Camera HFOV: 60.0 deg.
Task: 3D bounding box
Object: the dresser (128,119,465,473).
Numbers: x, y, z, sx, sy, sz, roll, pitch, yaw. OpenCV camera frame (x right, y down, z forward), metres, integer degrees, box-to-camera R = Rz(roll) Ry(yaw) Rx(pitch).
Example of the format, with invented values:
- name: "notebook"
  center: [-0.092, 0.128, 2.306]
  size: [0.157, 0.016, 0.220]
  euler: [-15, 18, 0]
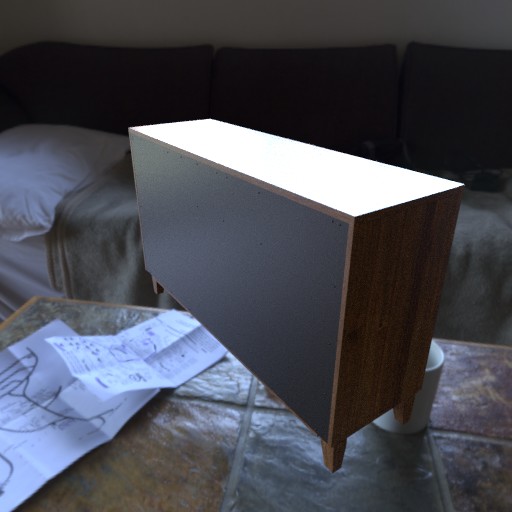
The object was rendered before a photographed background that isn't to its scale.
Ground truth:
- name: "dresser"
  center: [0.000, 0.000, 1.814]
  size: [0.446, 0.873, 1.400]
  euler: [-17, 31, -31]
